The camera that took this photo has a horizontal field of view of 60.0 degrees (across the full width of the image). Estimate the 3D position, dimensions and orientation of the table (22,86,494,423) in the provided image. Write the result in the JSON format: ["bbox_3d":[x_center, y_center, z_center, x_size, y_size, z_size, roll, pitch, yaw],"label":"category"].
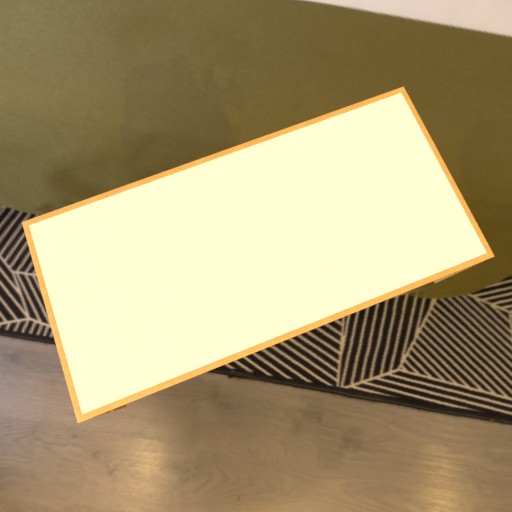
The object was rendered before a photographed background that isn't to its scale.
[{"bbox_3d":[0.000,0.000,1.444,1.206,0.398,0.580,-21,77,-5],"label":"table"}]
